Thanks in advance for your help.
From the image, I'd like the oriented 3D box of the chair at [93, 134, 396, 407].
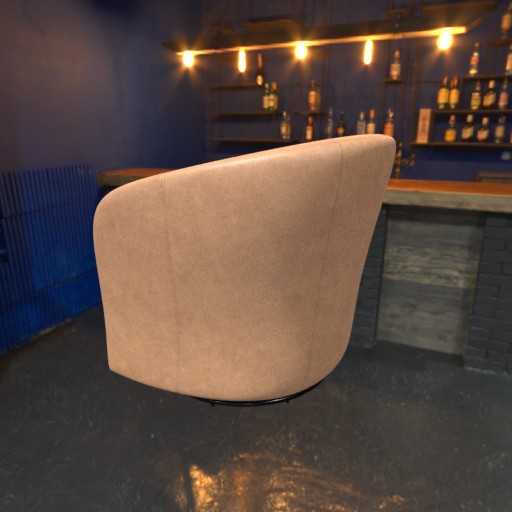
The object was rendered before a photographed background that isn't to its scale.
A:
[{"bbox_3d":[0.000,0.000,1.450,0.815,0.771,0.791,8,18,25],"label":"chair"}]
